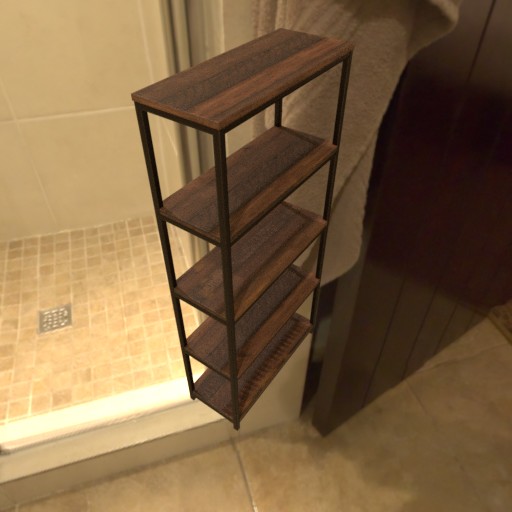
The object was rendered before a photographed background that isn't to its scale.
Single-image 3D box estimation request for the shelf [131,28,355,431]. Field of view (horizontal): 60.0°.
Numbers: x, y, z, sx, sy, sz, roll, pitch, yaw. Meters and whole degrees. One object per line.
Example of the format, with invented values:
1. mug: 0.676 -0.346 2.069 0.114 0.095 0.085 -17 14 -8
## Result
1. shelf: 0.000 0.000 2.225 0.359 1.860 0.874 26 48 25
